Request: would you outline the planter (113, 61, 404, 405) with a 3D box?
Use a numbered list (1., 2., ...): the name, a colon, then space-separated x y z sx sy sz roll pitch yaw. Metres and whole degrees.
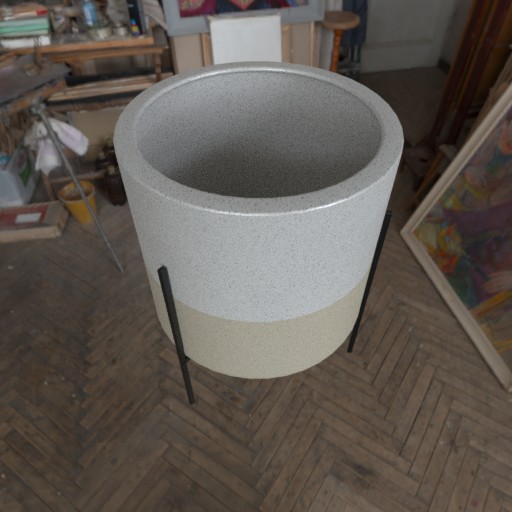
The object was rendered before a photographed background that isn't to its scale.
1. planter: 0.000 0.000 0.725 0.359 0.484 0.368 31 54 26
